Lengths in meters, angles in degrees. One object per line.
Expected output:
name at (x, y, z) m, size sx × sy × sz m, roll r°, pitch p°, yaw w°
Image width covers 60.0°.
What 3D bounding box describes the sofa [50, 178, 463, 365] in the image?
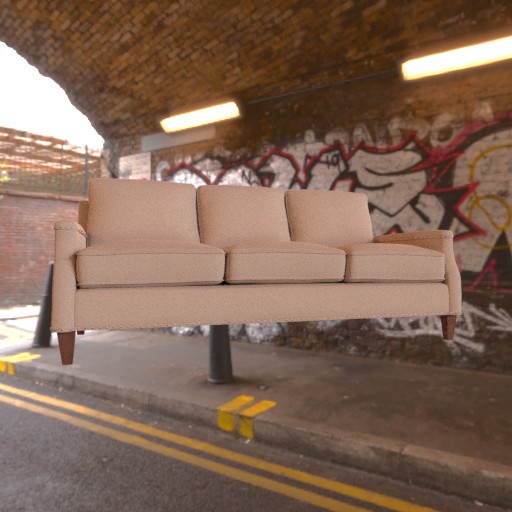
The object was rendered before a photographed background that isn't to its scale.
sofa at (0.000, 0.000, 2.783) m, size 2.246 × 1.003 × 1.084 m, roll 0°, pitch -1°, yaw -18°
